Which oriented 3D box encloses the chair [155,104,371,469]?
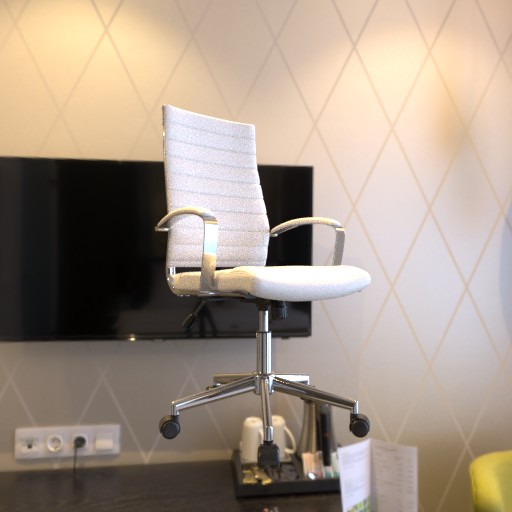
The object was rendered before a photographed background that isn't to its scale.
[{"bbox_3d":[0.000,0.000,1.553,0.679,1.149,0.679,1,-1,-37],"label":"chair"}]
